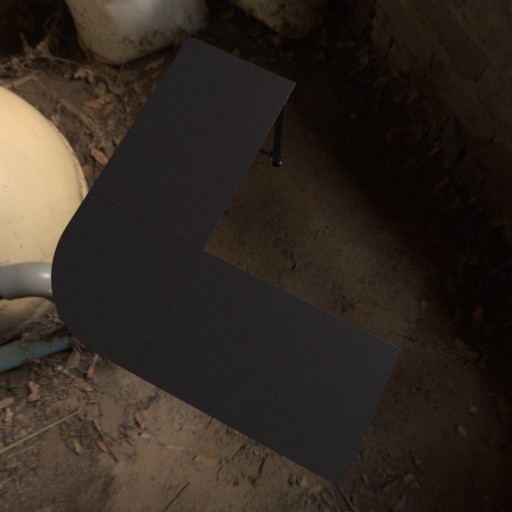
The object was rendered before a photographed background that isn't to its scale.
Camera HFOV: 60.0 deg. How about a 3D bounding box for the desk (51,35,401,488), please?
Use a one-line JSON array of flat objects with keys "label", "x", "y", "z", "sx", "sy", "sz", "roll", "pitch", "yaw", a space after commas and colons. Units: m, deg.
[{"label": "desk", "x": 0.000, "y": 0.000, "z": 2.164, "sx": 1.400, "sy": 0.762, "sz": 1.400, "roll": 26, "pitch": 77, "yaw": 6}]
